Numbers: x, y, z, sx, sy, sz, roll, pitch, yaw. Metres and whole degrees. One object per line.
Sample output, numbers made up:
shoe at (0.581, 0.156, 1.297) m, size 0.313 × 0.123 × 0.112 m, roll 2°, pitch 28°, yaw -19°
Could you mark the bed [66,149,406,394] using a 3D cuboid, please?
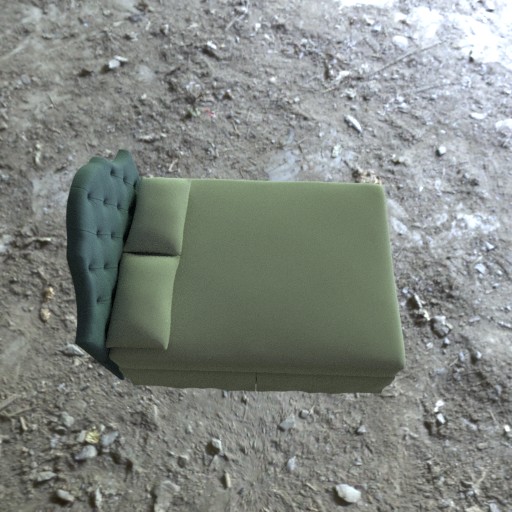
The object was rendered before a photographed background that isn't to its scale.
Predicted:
bed at (0.000, 0.000, 3.238) m, size 2.155 × 1.575 × 1.636 m, roll 2°, pitch 62°, yaw 1°
